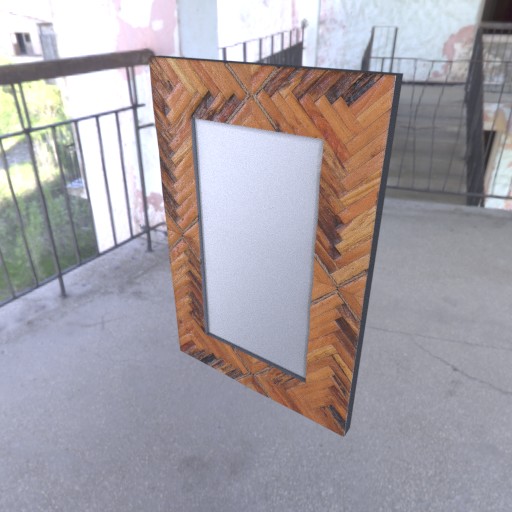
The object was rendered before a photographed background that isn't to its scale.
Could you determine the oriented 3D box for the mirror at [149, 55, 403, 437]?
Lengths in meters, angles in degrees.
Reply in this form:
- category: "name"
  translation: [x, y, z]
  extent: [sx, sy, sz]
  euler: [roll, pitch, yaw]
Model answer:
- category: "mirror"
  translation: [0.000, 0.000, 1.141]
  extent: [0.606, 0.912, 0.044]
  euler: [19, 34, 30]
